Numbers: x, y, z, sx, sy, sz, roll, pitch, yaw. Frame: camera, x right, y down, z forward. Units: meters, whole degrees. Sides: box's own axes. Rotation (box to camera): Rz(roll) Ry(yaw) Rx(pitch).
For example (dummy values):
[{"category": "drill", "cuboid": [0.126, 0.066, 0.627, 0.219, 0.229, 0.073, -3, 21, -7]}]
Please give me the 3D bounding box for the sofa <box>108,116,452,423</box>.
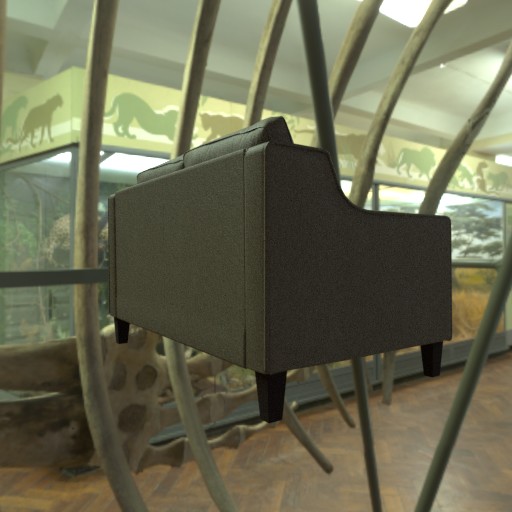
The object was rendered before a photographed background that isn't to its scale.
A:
[{"category": "sofa", "cuboid": [0.000, 0.000, 2.160, 0.985, 0.981, 1.503, 0, 1, -35]}]
